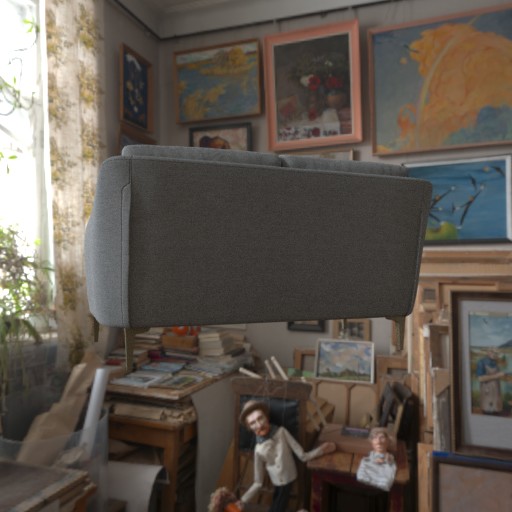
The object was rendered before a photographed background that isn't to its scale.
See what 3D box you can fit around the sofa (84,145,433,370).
[{"bbox_3d":[0.000,0.000,2.212,1.619,0.904,0.960,1,-2,-19],"label":"sofa"}]
